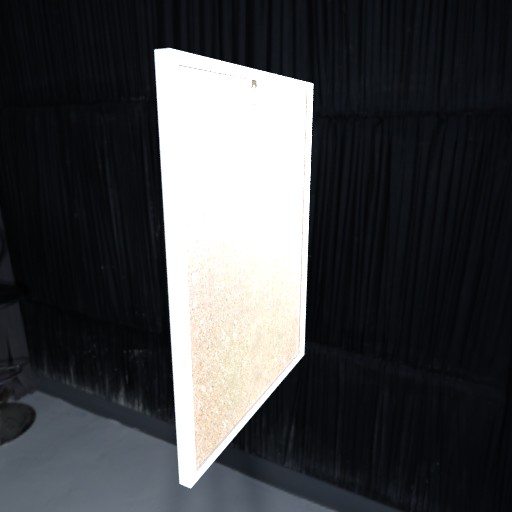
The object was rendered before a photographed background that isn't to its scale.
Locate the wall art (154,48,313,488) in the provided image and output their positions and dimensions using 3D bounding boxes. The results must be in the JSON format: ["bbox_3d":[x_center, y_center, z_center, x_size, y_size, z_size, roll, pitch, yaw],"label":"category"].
[{"bbox_3d":[0.000,0.000,1.363,0.042,1.056,0.805,8,18,26],"label":"wall art"}]
